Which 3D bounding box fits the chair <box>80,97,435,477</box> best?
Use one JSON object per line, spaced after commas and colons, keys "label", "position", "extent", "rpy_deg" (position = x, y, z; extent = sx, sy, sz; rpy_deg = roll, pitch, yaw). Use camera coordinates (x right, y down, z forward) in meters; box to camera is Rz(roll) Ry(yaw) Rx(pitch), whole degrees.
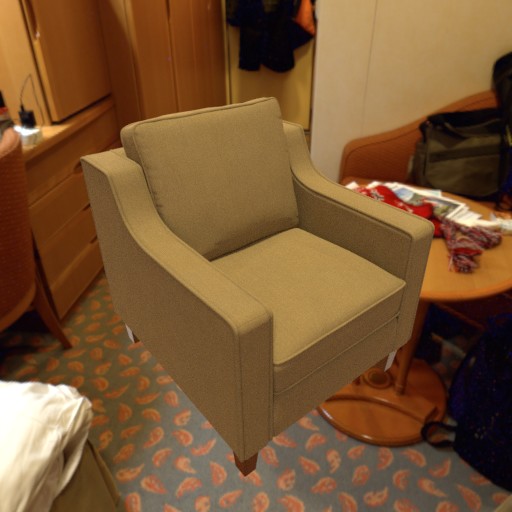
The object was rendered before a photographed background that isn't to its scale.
{"label": "chair", "position": [0.000, 0.000, 1.618], "extent": [0.831, 0.960, 0.909], "rpy_deg": [-23, 39, -32]}
